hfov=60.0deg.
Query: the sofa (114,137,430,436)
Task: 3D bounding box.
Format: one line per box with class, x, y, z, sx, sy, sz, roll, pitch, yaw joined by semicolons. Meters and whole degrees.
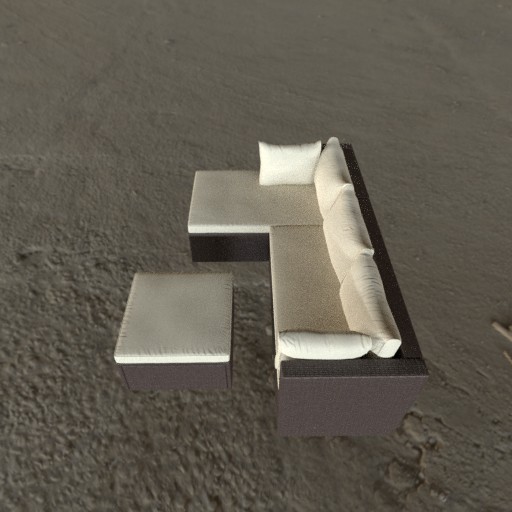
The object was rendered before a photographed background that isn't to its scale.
sofa;0.000;0.000;3.034;1.612;0.766;2.192;-1;43;-1
